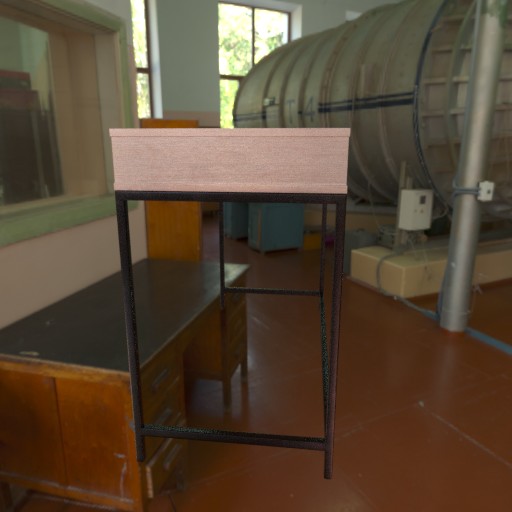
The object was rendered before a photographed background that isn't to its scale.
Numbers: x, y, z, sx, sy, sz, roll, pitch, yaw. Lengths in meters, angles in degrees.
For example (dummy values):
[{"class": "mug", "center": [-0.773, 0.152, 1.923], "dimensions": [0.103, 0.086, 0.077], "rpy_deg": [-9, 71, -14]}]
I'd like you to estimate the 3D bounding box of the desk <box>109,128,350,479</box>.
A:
[{"class": "desk", "center": [0.000, 0.000, 1.413], "dimensions": [0.470, 0.762, 1.016], "rpy_deg": [2, 15, 7]}]
